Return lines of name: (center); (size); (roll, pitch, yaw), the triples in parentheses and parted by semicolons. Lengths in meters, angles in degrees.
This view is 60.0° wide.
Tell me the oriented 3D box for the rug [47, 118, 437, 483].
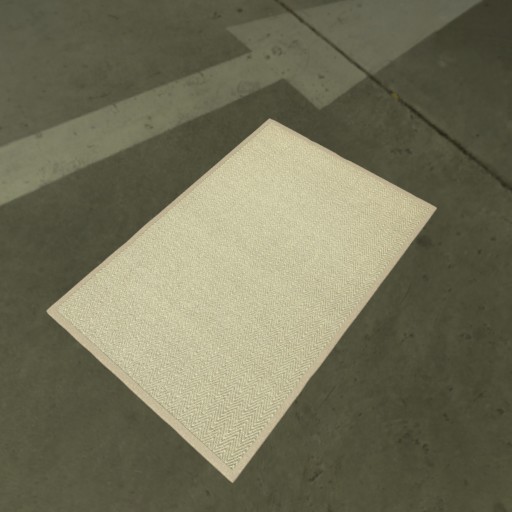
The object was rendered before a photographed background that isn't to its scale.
rug: (0.000, 0.000, 2.994); (1.540, 0.021, 2.290); (34, 64, 20)
